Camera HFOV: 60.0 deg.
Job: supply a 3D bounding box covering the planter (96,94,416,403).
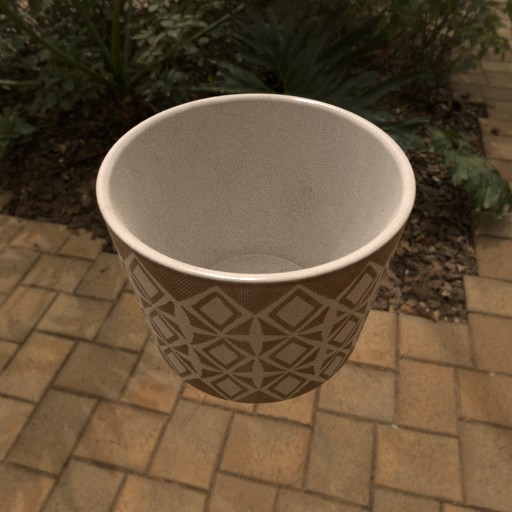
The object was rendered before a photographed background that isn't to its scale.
[{"bbox_3d":[0.000,0.000,0.449,0.260,0.220,0.260,0,46,0],"label":"planter"}]
